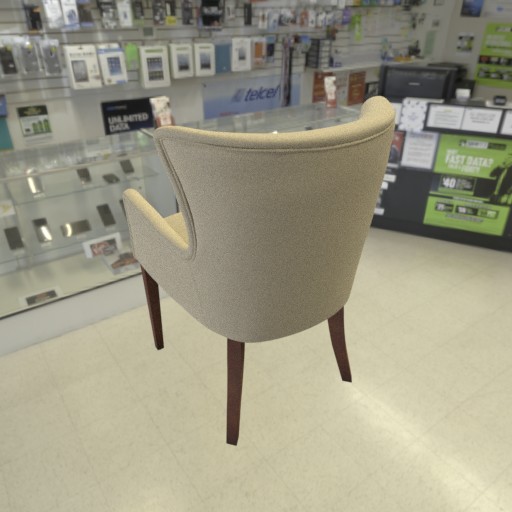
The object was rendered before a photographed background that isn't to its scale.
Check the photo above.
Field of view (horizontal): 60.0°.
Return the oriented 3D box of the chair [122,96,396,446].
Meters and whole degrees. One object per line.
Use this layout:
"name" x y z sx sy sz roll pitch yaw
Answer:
"chair" 0.000 0.000 1.395 0.660 0.952 0.686 -18 35 -28
